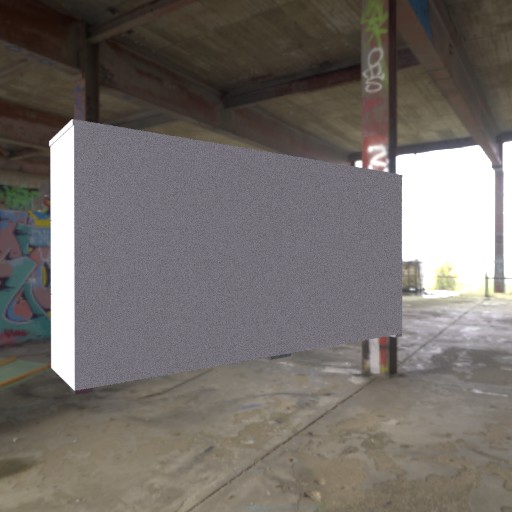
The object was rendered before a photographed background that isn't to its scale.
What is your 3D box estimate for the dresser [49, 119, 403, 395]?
[{"bbox_3d":[0.000,0.000,1.853,1.535,0.790,0.333,0,1,-36],"label":"dresser"}]
